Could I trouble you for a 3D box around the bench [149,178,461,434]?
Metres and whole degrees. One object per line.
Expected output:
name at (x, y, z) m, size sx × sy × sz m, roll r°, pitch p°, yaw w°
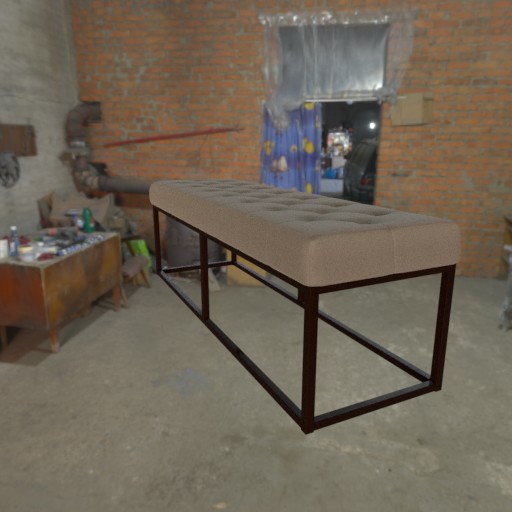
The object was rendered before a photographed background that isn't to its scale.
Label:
bench at (0.000, 0.000, 1.723) m, size 0.479 × 0.488 × 1.488 m, roll -7°, pitch 16°, yaw -25°
